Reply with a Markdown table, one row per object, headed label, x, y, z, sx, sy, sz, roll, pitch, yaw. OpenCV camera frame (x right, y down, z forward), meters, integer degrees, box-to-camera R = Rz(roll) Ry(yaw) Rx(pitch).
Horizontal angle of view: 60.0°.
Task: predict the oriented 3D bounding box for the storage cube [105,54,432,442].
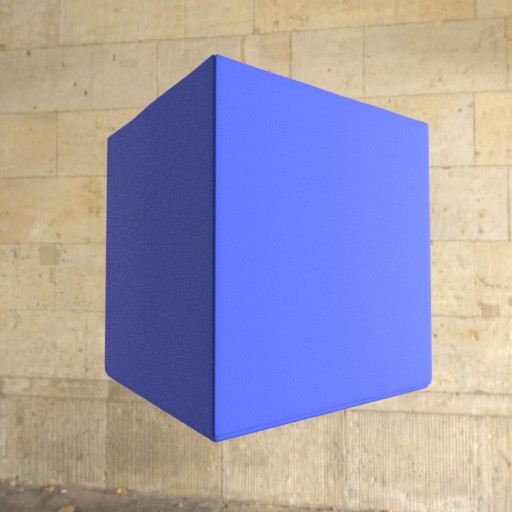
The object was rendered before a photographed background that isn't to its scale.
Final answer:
| label | x | y | z | sx | sy | sz | roll | pitch | yaw |
| --- | --- | --- | --- | --- | --- | --- | --- | --- | --- |
| storage cube | 0.000 | 0.000 | 0.499 | 0.270 | 0.280 | 0.270 | 1 | -2 | -35 |
